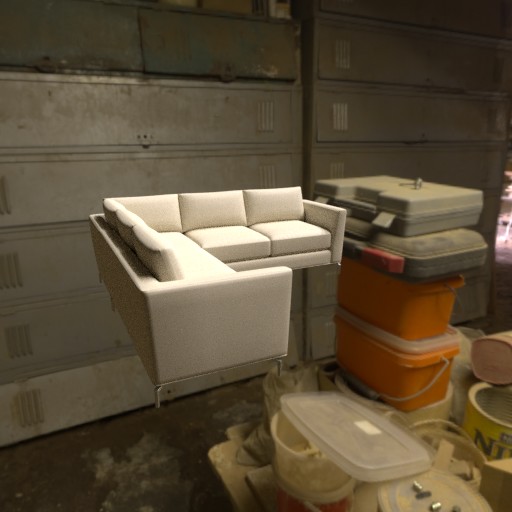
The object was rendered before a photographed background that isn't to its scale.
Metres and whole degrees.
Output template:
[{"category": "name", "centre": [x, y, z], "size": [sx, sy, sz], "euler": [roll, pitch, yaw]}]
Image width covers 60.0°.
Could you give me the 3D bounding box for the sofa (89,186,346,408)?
[{"category": "sofa", "centre": [0.000, 0.000, 3.813], "size": [2.448, 0.867, 2.430], "euler": [-7, 17, -25]}]
